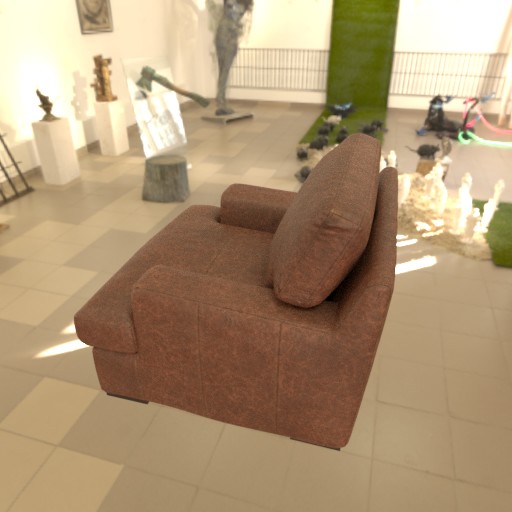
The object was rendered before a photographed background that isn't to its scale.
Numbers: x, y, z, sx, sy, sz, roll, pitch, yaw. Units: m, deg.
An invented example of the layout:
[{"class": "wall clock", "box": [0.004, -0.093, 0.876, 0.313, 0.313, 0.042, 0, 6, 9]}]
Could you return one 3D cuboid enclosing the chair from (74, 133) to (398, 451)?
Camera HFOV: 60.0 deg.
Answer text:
[{"class": "chair", "box": [0.000, 0.000, 1.977, 1.143, 0.939, 1.168, 8, 30, 14]}]
